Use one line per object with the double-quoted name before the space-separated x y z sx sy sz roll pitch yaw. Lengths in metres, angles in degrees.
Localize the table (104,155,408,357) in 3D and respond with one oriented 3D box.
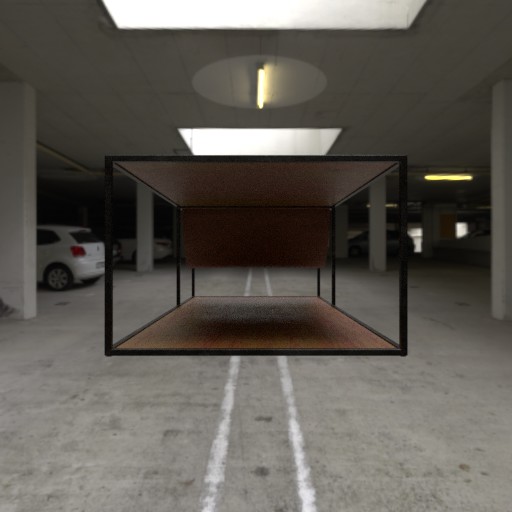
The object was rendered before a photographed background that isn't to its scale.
"table" 0.000 0.000 1.473 0.597 0.403 1.199 0 0 0
